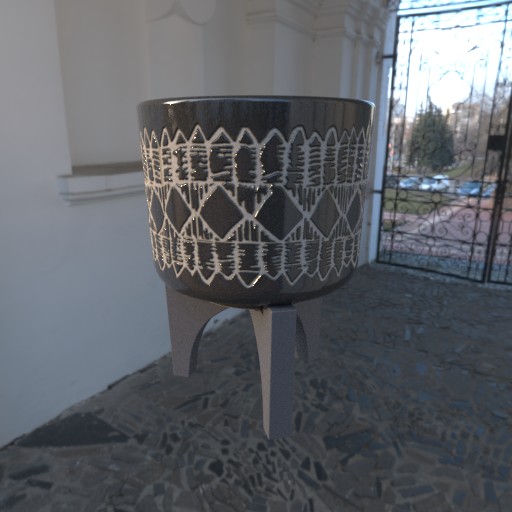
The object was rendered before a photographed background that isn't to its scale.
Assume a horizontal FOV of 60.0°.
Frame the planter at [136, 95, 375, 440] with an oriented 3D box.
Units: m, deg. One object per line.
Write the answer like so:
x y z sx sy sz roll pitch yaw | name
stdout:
0.000 0.000 0.409 0.196 0.264 0.196 -14 21 -41 | planter
